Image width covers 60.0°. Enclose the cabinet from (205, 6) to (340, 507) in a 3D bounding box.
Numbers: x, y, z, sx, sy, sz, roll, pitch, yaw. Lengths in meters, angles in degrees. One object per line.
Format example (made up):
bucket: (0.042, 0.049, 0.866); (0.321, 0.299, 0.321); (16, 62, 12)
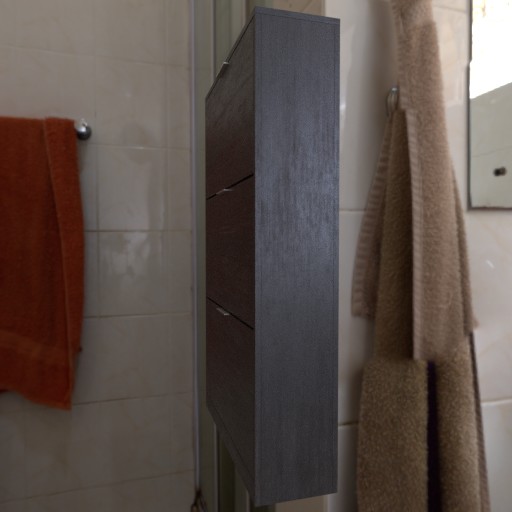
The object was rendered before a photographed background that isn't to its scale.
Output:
cabinet: (0.000, 0.000, 1.521); (0.250, 1.280, 0.750); (-1, 2, -16)
